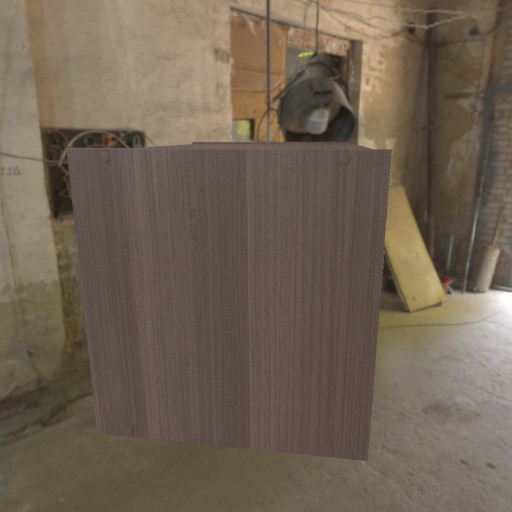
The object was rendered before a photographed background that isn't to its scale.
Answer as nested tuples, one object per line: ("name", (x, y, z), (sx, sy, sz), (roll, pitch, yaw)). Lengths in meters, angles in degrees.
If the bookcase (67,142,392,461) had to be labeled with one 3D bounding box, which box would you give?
("bookcase", (0.000, 0.000, 0.624), (0.290, 0.305, 0.415), (2, 15, 8))
